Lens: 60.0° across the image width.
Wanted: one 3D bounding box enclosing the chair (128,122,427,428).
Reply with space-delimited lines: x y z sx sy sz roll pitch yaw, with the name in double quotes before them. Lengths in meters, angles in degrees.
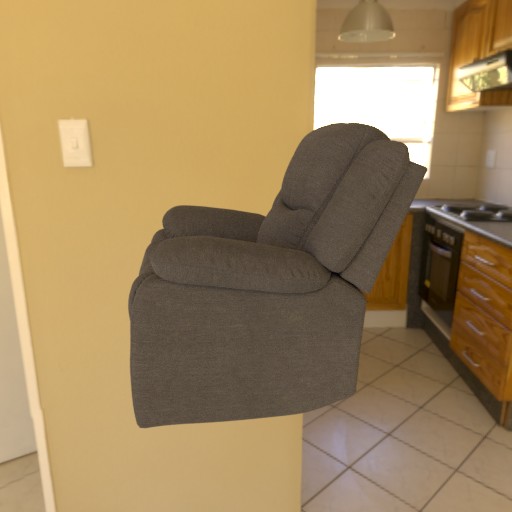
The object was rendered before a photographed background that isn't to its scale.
"chair" 0.000 0.000 1.741 0.944 1.008 0.899 -2 15 -8
